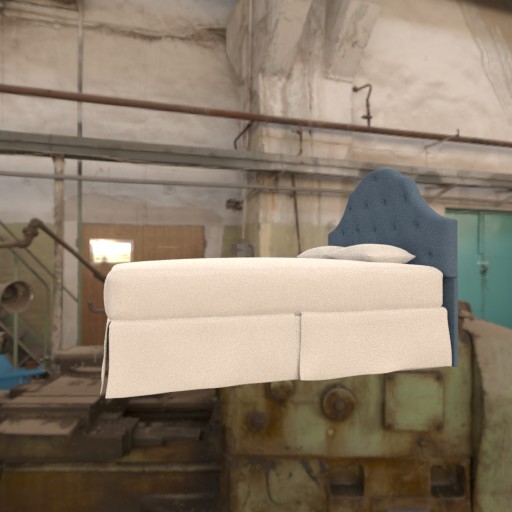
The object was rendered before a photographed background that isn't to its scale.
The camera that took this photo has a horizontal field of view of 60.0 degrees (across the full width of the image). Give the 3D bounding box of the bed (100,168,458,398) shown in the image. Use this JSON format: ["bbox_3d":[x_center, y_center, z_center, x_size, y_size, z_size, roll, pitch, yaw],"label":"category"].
[{"bbox_3d":[0.000,0.000,3.793,2.477,1.617,2.039,0,0,-17],"label":"bed"}]
